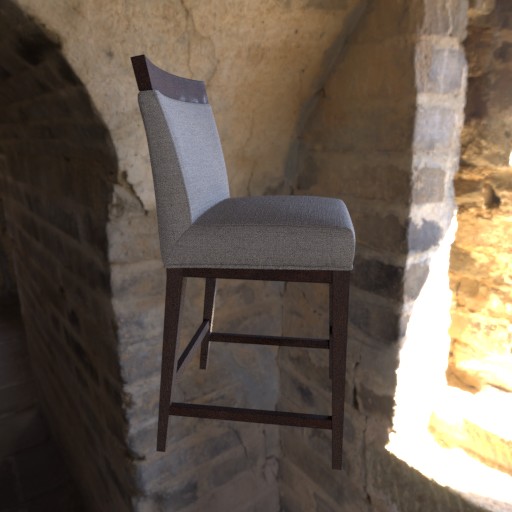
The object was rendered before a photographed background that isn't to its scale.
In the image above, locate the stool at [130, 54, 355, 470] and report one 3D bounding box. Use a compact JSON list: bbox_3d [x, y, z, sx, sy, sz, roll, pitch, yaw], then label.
[{"bbox_3d":[0.000,0.000,1.287,0.531,1.009,0.512,2,15,8],"label":"stool"}]
